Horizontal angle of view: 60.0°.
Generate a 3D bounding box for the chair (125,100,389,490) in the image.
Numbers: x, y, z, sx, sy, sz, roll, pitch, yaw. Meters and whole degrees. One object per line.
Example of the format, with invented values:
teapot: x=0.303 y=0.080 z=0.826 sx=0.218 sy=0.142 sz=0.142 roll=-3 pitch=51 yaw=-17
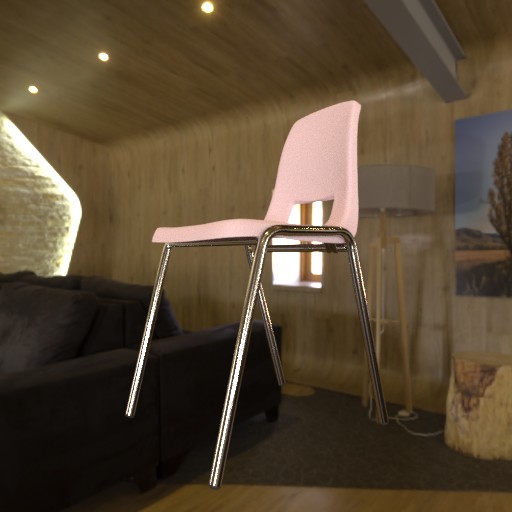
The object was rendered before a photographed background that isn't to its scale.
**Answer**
chair: x=0.000 y=0.000 z=0.938 sx=0.436 sy=0.704 sz=0.381 roll=0 pitch=0 yaw=-36
